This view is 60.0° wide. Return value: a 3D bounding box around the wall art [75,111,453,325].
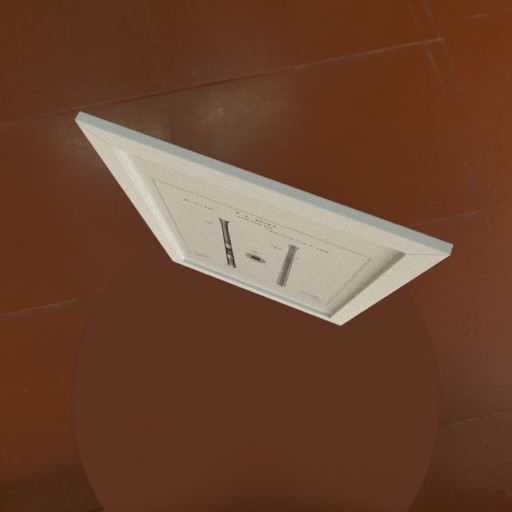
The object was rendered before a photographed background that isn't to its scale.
[{"bbox_3d":[0.000,0.000,0.667,0.374,0.529,0.012,21,75,6],"label":"wall art"}]
